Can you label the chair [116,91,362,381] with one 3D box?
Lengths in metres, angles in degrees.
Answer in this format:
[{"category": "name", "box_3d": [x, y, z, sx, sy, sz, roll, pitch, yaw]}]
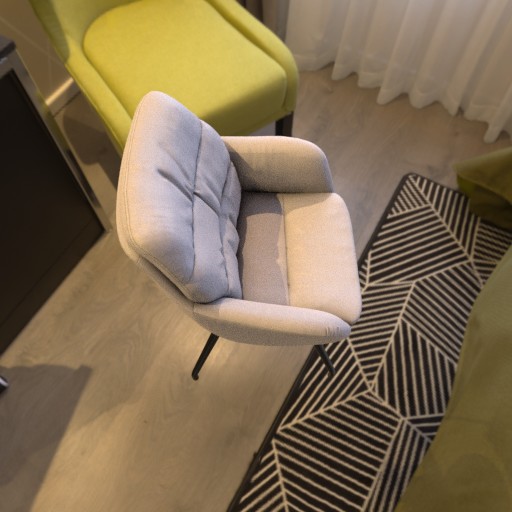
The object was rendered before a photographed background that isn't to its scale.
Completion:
[{"category": "chair", "box_3d": [0.000, 0.000, 1.255, 0.569, 0.888, 0.579, -1, 62, 0]}]
